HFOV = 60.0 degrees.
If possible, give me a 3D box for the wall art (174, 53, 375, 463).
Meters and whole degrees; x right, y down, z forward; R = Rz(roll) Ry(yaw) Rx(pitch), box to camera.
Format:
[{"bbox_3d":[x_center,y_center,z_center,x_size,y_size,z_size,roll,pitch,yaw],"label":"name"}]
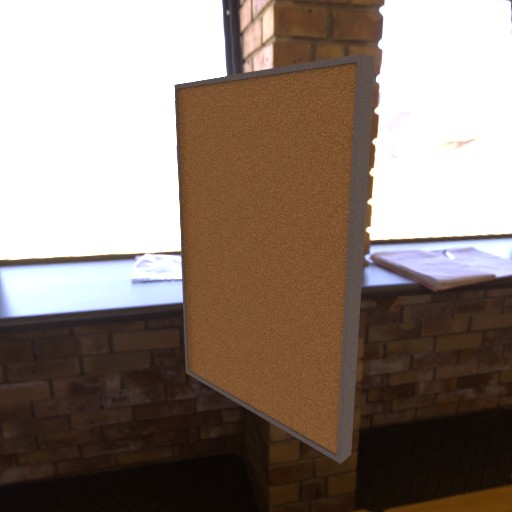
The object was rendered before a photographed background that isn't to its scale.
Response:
[{"bbox_3d":[0.000,0.000,0.975,0.511,0.753,0.039,14,19,43],"label":"wall art"}]
